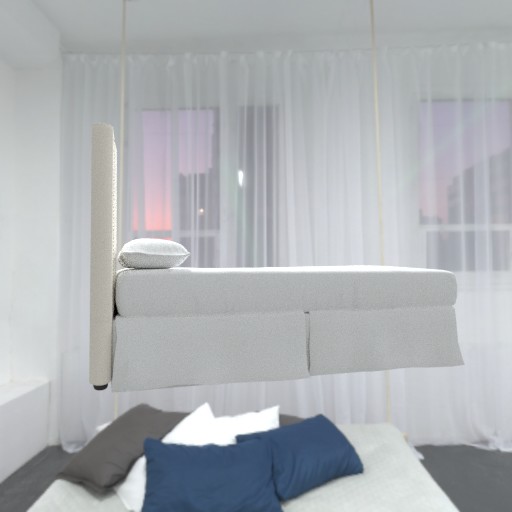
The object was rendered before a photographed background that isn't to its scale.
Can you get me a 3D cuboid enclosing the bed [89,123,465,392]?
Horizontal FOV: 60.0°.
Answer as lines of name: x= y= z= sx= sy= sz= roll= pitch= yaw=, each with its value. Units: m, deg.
bed: x=0.000 y=0.000 z=3.347 sx=2.282 sy=1.436 sz=1.821 roll=0 pitch=-2 yaw=-18
